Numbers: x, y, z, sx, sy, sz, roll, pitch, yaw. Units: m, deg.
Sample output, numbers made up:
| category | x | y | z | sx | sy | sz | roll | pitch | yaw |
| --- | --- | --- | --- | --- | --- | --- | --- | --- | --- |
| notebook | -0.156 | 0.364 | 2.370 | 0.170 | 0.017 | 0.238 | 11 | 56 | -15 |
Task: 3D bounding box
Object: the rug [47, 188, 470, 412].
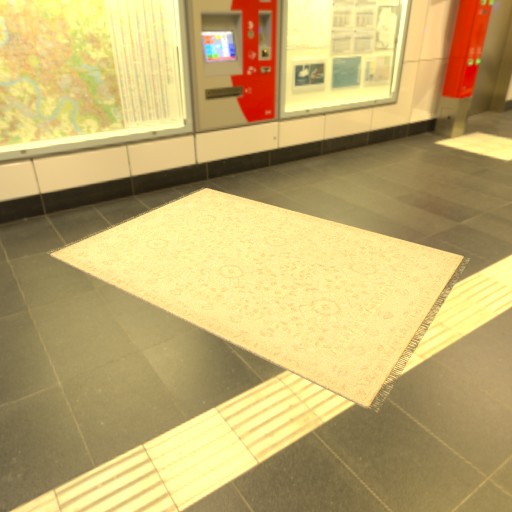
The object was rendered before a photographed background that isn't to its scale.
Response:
| category | x | y | z | sx | sy | sz | roll | pitch | yaw |
| --- | --- | --- | --- | --- | --- | --- | --- | --- | --- |
| rug | 0.000 | 0.000 | 2.816 | 2.233 | 0.011 | 1.514 | 19 | 34 | 31 |
